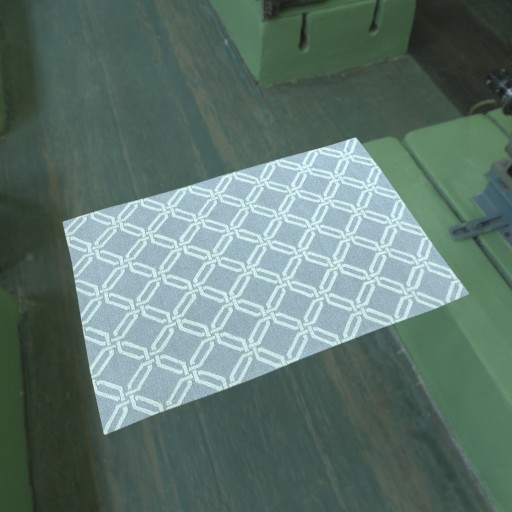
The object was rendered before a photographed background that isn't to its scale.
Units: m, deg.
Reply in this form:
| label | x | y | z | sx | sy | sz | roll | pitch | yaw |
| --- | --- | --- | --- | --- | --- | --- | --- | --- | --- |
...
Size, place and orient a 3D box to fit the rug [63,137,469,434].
| label | x | y | z | sx | sy | sz | roll | pitch | yaw |
| --- | --- | --- | --- | --- | --- | --- | --- | --- | --- |
| rug | 0.000 | 0.000 | 2.220 | 1.754 | 0.010 | 1.148 | -18 | 60 | -11 |
